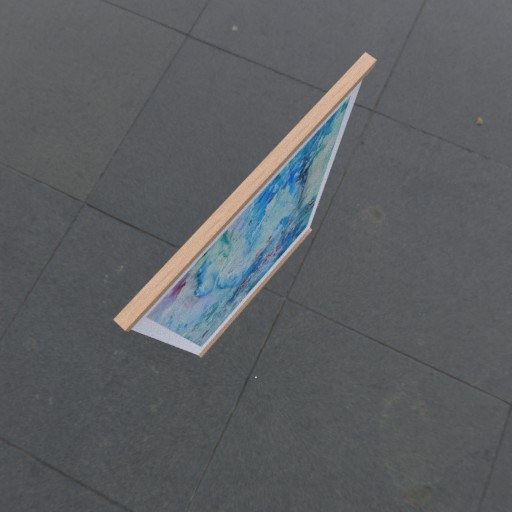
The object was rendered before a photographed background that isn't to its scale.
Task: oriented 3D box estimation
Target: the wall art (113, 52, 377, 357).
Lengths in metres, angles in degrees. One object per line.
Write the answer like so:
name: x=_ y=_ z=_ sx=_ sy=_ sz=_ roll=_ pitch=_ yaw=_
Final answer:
wall art: x=0.000 y=0.000 z=0.758 sx=0.016 sy=0.611 sz=0.401 roll=40 pitch=78 yaw=10
